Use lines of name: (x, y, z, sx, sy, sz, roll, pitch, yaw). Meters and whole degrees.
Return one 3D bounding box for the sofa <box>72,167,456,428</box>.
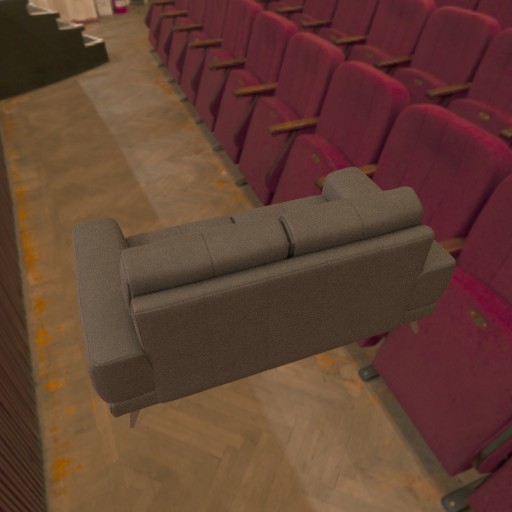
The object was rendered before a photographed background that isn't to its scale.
sofa: (0.000, 0.000, 2.351, 1.806, 0.907, 1.018, -14, 43, -15)
